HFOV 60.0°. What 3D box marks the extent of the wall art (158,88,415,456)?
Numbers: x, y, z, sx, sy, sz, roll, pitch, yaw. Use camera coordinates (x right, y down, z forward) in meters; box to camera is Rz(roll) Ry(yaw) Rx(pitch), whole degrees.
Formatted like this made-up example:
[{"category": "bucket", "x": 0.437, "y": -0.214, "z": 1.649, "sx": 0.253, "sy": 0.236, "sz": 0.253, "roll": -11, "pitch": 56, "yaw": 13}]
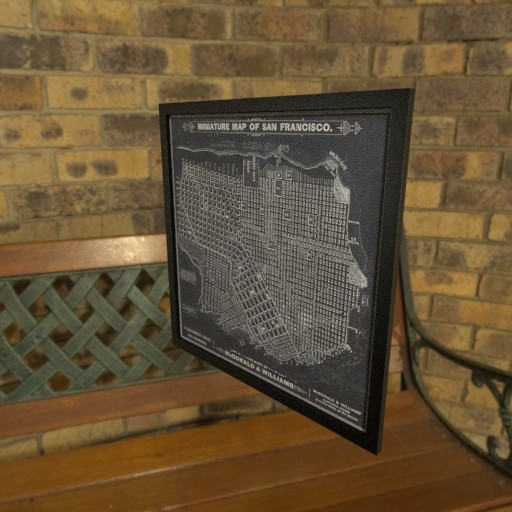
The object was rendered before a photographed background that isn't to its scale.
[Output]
[{"category": "wall art", "x": 0.000, "y": 0.000, "z": 0.681, "sx": 0.457, "sy": 0.458, "sz": 0.012, "roll": 15, "pitch": 22, "yaw": 42}]
